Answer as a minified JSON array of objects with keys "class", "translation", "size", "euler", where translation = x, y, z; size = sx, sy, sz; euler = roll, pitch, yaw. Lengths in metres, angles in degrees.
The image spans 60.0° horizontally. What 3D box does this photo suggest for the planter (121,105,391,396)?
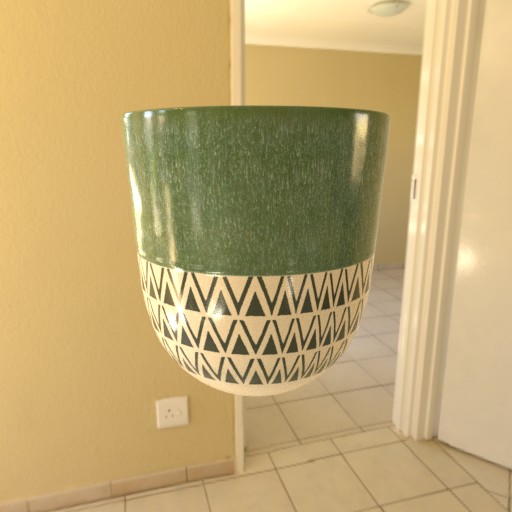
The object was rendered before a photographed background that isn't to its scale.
[{"class":"planter","translation":[0.000,0.000,0.358],"size":[0.195,0.214,0.195],"euler":[0,14,0]}]
